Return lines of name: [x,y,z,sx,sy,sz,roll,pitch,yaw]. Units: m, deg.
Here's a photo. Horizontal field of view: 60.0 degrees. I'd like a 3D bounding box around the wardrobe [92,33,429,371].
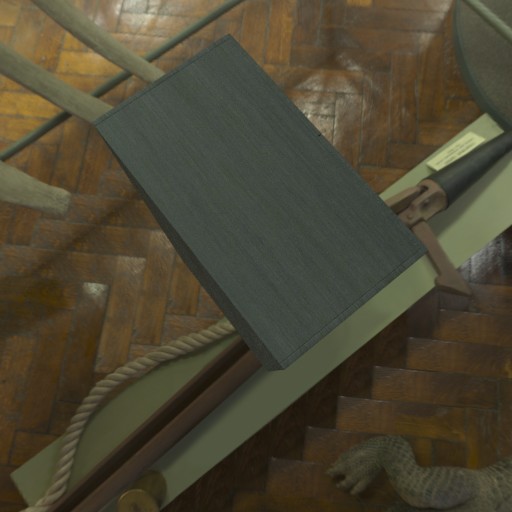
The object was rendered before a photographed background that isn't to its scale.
wardrobe: [0.000,0.000,2.256,0.577,1.808,0.991,-37,78,-9]
